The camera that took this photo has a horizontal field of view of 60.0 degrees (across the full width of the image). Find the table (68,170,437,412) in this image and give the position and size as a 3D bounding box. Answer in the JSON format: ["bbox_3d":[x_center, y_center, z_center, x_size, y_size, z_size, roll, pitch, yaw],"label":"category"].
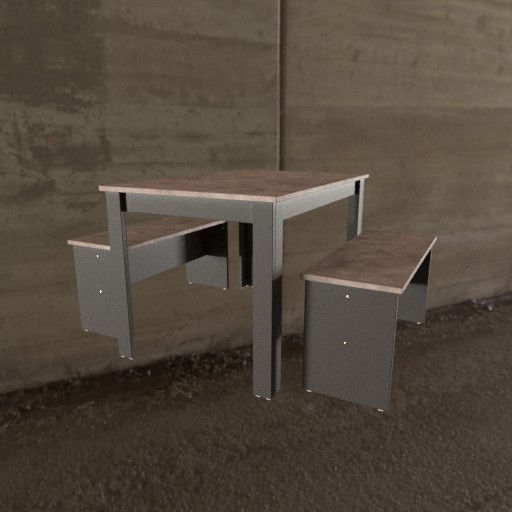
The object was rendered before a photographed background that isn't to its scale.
[{"bbox_3d":[0.000,0.000,2.037,1.443,0.700,1.100,8,16,27],"label":"table"}]
